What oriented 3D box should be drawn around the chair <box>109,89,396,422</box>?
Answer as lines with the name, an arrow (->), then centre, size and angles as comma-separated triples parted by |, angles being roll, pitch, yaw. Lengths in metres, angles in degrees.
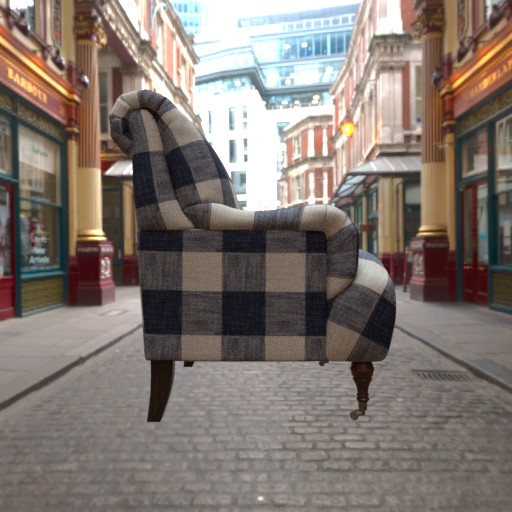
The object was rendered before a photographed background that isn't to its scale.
chair -> 0.000, 0.000, 1.609 | 0.848, 0.953, 0.781 | 0, 0, 0
